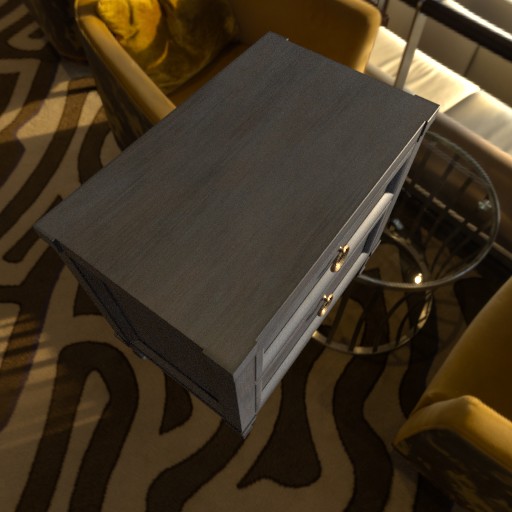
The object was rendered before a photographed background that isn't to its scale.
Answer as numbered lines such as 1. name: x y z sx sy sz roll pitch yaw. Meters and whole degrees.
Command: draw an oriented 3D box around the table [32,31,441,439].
1. table: 0.000 0.000 1.069 0.413 0.660 0.660 32 64 18
